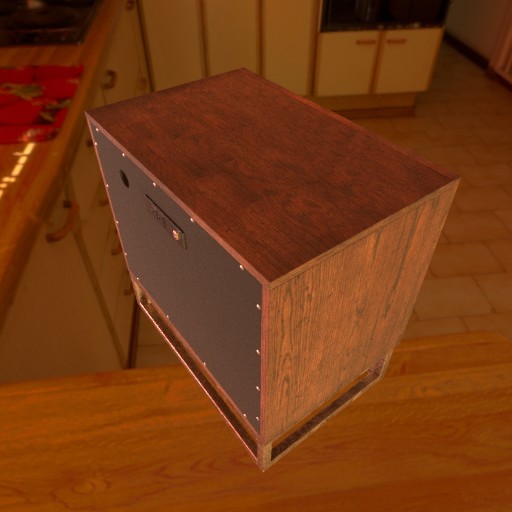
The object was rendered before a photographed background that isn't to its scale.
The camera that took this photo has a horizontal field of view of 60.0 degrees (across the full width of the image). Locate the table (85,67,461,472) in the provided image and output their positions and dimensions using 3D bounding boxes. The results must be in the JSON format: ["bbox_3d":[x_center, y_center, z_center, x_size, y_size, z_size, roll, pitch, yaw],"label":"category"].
[{"bbox_3d":[0.000,0.000,1.283,0.542,0.746,0.767,-27,49,-26],"label":"table"}]
